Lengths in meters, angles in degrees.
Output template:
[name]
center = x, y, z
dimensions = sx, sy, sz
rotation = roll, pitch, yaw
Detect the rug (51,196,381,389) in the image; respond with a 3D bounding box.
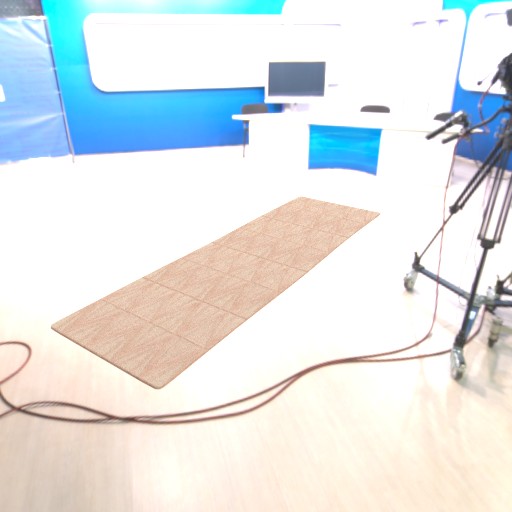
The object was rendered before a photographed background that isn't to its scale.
[rug]
center = 0.000, 0.000, 2.847
dimensions = 0.760, 0.015, 2.435
rotation = 17, 31, 31
